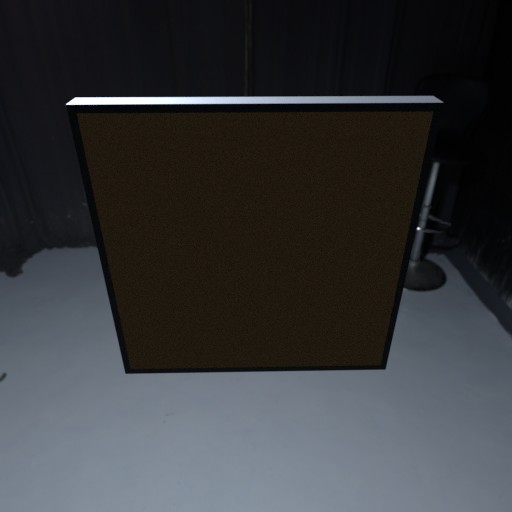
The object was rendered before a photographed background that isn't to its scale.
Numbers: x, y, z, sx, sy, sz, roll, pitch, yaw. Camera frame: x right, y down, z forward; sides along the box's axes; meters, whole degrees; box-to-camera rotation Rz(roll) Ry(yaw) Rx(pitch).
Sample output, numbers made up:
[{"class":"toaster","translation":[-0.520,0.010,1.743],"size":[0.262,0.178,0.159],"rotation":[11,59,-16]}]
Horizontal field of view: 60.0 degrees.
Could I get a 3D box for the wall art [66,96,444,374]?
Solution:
[{"class":"wall art","translation":[0.000,0.000,0.748],"size":[0.509,0.509,0.040],"rotation":[-1,32,-1]}]
